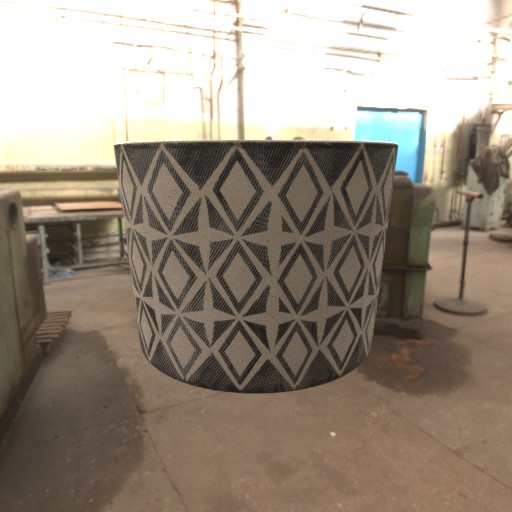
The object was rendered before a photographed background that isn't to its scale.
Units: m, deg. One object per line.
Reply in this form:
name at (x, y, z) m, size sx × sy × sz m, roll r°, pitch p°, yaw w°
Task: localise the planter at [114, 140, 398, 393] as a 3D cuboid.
planter at (0.000, 0.000, 0.449) m, size 0.260 × 0.220 × 0.260 m, roll 0°, pitch 13°, yaw 0°
